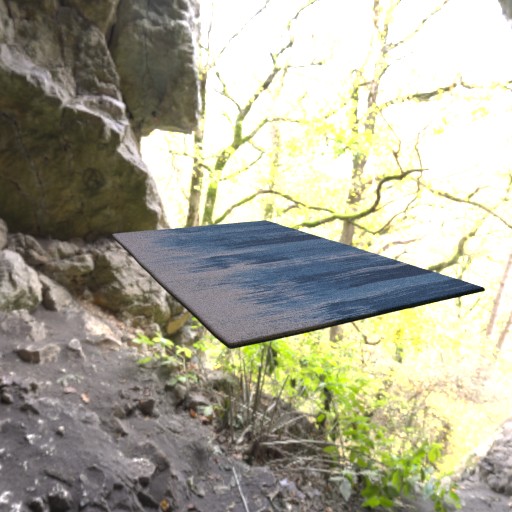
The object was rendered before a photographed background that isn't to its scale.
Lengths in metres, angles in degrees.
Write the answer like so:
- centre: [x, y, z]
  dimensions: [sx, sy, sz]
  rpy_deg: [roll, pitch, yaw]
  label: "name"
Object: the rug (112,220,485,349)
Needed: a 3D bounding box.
- centre: [0.000, 0.000, 3.087]
  dimensions: [1.540, 0.027, 2.450]
  rpy_deg: [-7, 16, -27]
  label: "rug"
